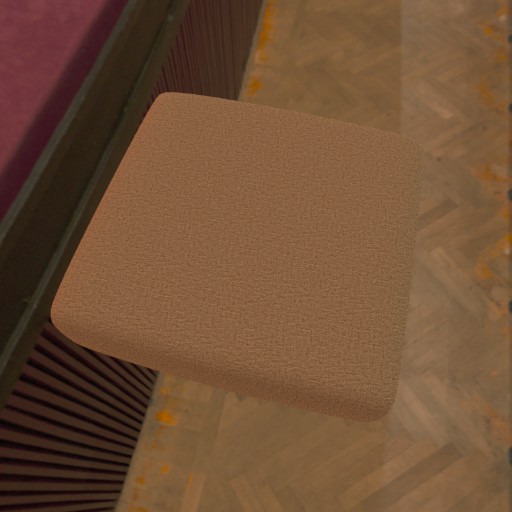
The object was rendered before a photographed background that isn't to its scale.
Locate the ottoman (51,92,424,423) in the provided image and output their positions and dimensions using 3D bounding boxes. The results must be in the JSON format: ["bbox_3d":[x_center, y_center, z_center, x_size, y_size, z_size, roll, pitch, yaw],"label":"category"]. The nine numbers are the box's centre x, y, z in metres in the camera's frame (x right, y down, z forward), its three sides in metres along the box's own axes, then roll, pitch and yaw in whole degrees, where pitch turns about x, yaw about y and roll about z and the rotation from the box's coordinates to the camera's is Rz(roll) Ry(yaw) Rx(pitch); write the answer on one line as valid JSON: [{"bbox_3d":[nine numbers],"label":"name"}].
[{"bbox_3d":[0.000,0.000,1.059,0.650,0.398,0.649,13,63,7],"label":"ottoman"}]
